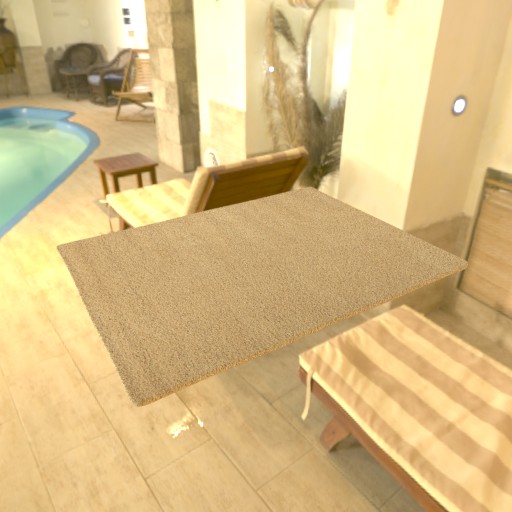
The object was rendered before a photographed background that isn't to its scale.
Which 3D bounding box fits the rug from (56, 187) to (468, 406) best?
[{"bbox_3d":[0.000,0.000,2.130,1.600,0.025,1.199,-17,33,-28],"label":"rug"}]
